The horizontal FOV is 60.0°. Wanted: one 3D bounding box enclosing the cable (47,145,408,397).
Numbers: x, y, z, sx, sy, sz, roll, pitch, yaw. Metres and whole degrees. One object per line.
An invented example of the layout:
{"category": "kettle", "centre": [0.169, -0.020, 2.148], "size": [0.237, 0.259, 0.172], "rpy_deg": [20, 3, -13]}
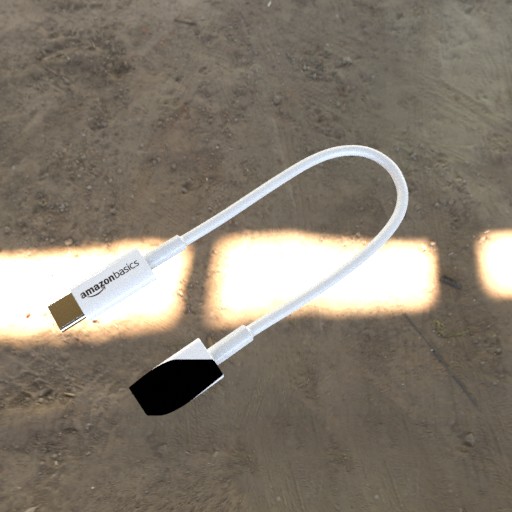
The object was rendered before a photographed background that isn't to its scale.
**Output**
{"category": "cable", "centre": [0.000, 0.000, 0.114], "size": [0.098, 0.006, 0.040], "rpy_deg": [-33, 69, -15]}
